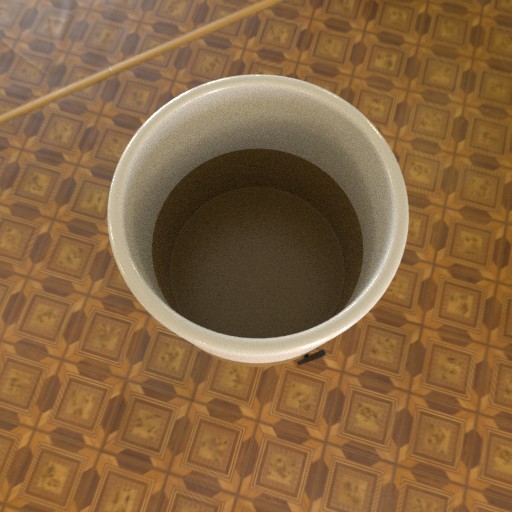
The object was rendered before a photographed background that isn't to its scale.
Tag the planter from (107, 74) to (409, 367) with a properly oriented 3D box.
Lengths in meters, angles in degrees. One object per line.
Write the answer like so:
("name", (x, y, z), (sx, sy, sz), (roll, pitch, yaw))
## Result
("planter", (0.000, 0.000, 0.646), (0.310, 0.432, 0.310), (15, 75, 4))
